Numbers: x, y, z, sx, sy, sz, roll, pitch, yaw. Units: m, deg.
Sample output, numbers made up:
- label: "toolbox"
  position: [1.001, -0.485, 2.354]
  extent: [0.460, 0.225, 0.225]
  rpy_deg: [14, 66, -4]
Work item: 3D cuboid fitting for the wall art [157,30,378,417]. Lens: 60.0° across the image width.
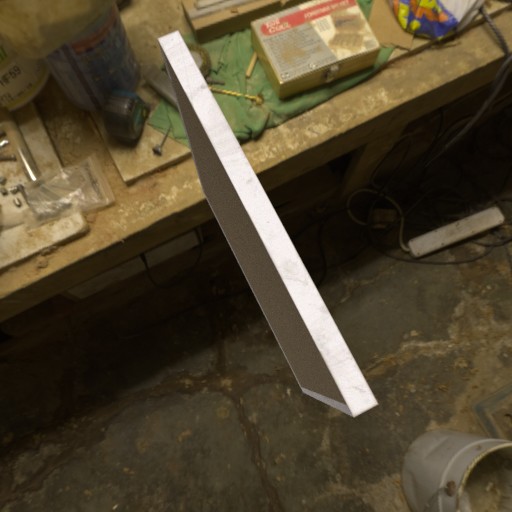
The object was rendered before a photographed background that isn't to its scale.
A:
- label: "wall art"
  position: [0.000, 0.000, 0.754]
  extent: [0.029, 0.506, 0.508]
  rpy_deg: [-26, 77, -6]
